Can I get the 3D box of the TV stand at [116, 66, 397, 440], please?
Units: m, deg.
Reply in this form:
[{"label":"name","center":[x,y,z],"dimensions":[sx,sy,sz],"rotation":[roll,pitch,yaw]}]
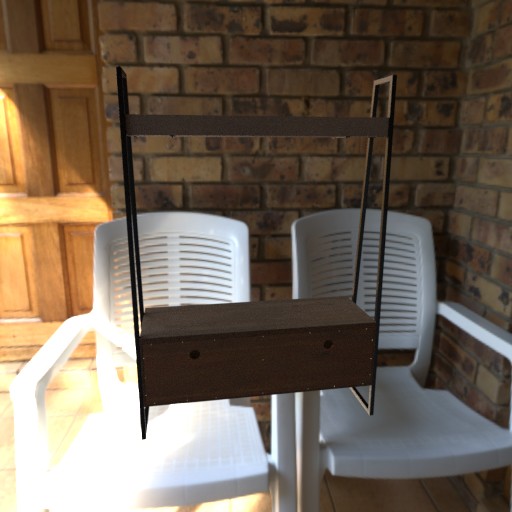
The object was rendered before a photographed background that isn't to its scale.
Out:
[{"label":"TV stand","center":[0.000,0.000,2.342],"dimensions":[1.250,1.772,0.432],"rotation":[-2,14,-10]}]
